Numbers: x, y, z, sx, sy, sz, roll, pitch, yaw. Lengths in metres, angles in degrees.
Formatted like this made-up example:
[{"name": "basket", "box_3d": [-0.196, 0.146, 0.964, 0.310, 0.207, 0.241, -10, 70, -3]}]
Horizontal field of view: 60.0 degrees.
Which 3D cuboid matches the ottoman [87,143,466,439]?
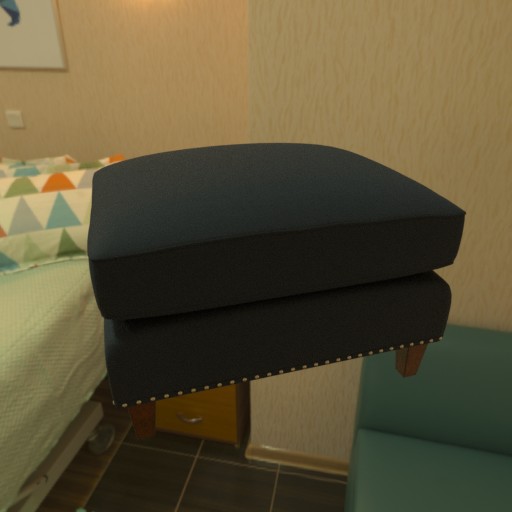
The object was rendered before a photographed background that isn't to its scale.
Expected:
[{"name": "ottoman", "box_3d": [0.000, 0.000, 1.116, 0.741, 0.513, 0.584, -8, 27, -15]}]
